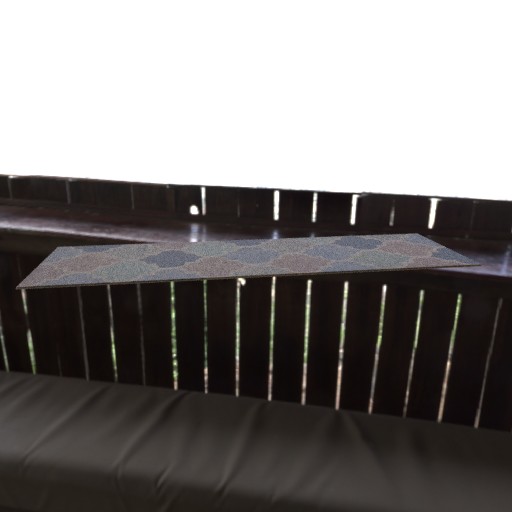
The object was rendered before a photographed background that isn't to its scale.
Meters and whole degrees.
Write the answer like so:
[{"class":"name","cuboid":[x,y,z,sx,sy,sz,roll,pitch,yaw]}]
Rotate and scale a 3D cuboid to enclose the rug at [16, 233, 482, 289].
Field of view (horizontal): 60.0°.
[{"class":"rug","cuboid":[0.000,0.000,2.478,2.287,0.011,0.687,-2,17,-8]}]
